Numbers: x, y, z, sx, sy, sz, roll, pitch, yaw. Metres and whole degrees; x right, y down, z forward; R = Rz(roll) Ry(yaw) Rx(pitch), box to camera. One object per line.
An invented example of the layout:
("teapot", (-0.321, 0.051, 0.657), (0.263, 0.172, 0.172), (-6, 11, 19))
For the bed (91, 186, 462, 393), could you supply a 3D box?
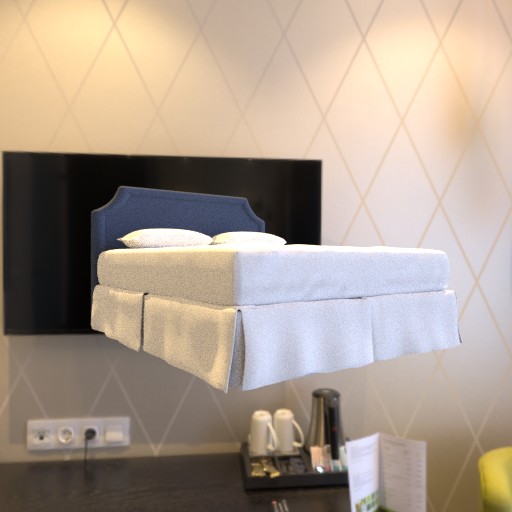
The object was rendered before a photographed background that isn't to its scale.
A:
("bed", (0.000, 0.000, 4.105), (2.350, 1.488, 2.773), (0, 0, -36))
